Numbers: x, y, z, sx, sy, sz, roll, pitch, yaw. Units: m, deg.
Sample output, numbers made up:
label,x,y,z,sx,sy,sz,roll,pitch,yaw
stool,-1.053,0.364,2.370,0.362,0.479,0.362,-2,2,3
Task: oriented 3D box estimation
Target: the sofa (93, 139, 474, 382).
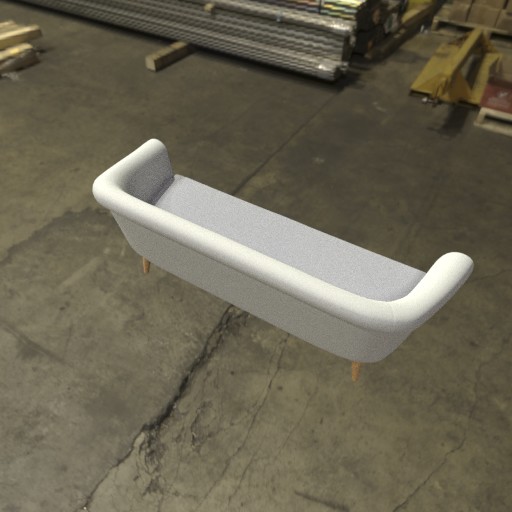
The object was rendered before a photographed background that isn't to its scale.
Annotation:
label,x,y,z,sx,sy,sz,roll,pitch,yaw
sofa,0.000,0.000,2.572,2.160,0.795,0.827,24,51,21
